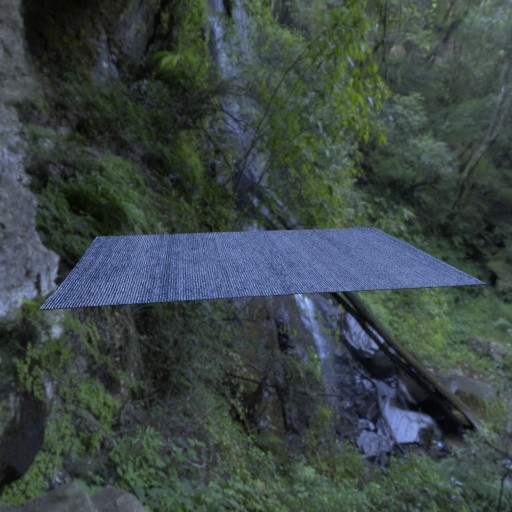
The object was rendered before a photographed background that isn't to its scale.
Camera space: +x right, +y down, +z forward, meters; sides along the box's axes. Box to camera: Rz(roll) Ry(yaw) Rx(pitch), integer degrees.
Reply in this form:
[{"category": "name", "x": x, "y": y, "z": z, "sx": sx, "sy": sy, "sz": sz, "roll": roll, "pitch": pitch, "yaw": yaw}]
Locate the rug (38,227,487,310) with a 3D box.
[{"category": "rug", "x": 0.000, "y": 0.000, "z": 2.215, "sx": 1.740, "sy": 0.010, "sz": 1.135, "roll": -2, "pitch": 16, "yaw": -9}]
